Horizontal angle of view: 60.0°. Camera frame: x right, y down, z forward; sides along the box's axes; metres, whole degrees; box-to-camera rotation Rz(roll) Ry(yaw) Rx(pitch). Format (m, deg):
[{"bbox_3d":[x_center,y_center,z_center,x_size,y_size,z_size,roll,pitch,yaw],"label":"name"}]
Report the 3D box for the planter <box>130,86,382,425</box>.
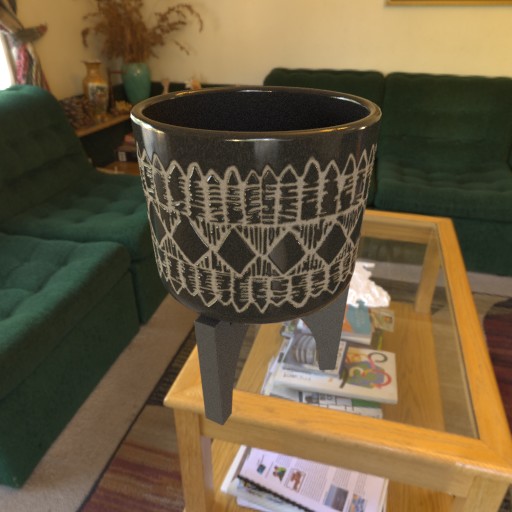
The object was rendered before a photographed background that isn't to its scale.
[{"bbox_3d":[0.000,0.000,0.538,0.251,0.355,0.251,-1,29,-2],"label":"planter"}]
